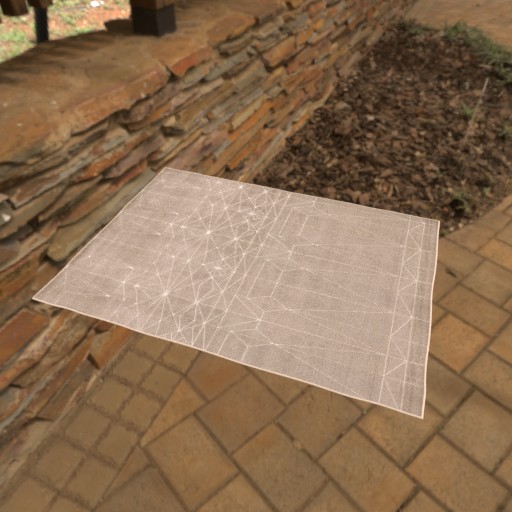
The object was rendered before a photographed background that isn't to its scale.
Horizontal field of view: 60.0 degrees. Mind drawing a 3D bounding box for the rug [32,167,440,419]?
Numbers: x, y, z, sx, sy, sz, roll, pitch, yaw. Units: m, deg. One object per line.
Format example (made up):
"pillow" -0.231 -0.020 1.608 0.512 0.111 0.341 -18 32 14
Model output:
"rug" 0.000 0.000 4.364 3.357 0.019 2.449 13 43 15
